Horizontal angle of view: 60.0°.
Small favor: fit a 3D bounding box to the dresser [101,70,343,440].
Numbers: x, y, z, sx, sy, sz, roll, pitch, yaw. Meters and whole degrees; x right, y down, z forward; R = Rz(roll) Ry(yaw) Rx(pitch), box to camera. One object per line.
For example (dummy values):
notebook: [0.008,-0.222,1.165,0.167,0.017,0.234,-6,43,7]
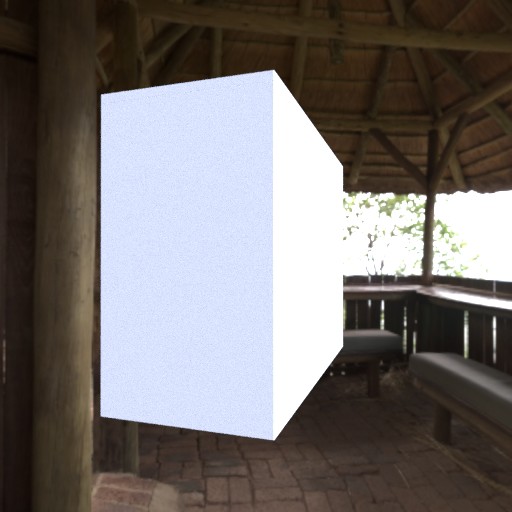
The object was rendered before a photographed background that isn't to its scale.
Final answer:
dresser: [0.000,0.000,1.575,0.460,0.820,1.100,0,0,19]
